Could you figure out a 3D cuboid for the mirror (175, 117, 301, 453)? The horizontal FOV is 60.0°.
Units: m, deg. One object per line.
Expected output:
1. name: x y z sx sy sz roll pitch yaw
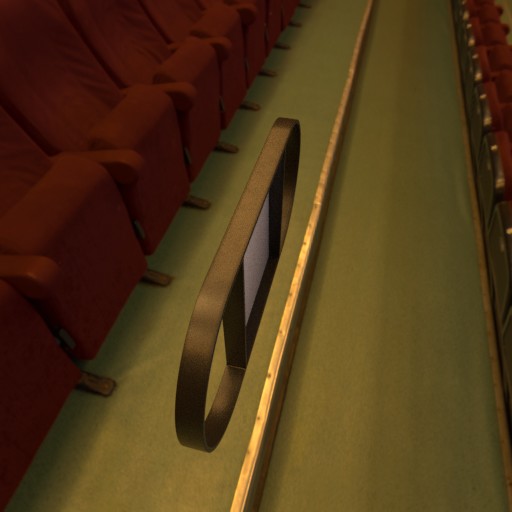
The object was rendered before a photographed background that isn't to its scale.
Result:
1. mirror: 0.000 0.000 0.682 0.032 0.254 0.584 10 47 10
